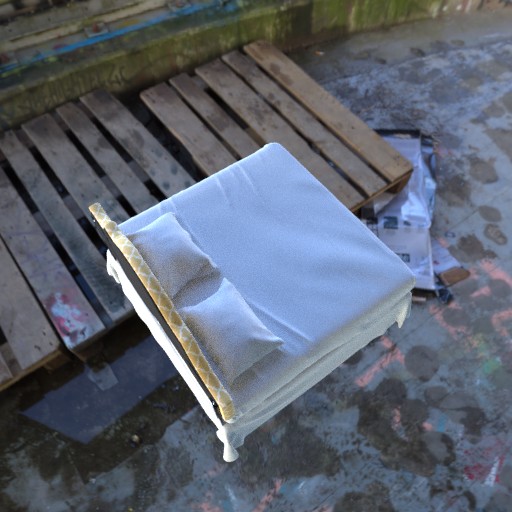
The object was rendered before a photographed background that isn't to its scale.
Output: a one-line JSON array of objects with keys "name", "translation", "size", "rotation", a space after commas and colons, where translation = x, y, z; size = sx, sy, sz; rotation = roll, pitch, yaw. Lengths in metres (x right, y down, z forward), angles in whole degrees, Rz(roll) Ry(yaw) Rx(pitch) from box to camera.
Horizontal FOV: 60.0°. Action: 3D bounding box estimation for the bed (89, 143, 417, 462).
[{"name": "bed", "translation": [0.000, 0.000, 3.849], "size": [2.222, 1.601, 2.314], "rotation": [-32, 64, -18]}]
